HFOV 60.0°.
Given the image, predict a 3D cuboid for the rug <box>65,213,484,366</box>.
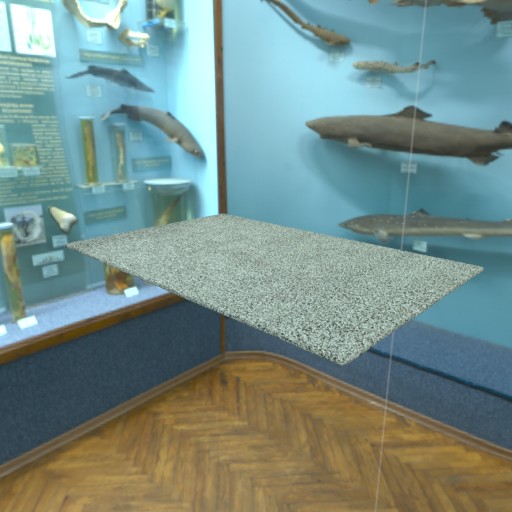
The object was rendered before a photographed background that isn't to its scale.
[{"bbox_3d":[0.000,0.000,3.402,2.743,0.030,1.778,16,23,42],"label":"rug"}]
